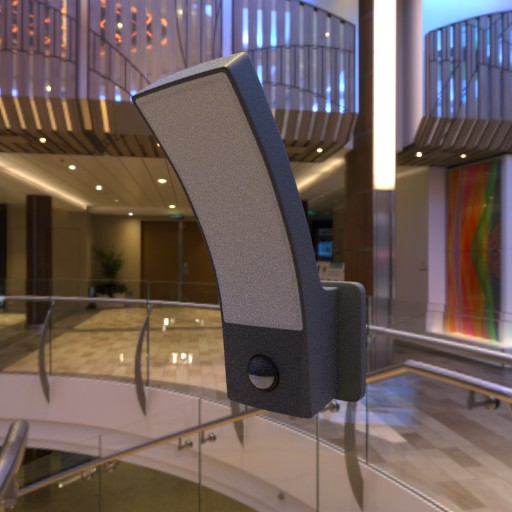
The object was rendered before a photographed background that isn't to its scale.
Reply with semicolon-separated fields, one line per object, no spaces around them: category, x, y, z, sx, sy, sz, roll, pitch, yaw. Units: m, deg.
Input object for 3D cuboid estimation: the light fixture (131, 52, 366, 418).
light fixture;0.000;0.000;0.336;0.108;0.243;0.174;0;0;36
